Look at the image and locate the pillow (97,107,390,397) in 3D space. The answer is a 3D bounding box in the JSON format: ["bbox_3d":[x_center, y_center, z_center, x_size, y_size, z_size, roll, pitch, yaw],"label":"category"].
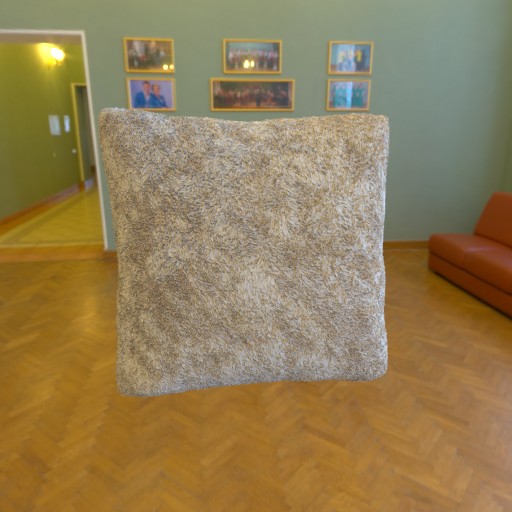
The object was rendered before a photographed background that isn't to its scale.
[{"bbox_3d":[0.000,0.000,0.807,0.529,0.515,0.218,-2,17,-8],"label":"pillow"}]
